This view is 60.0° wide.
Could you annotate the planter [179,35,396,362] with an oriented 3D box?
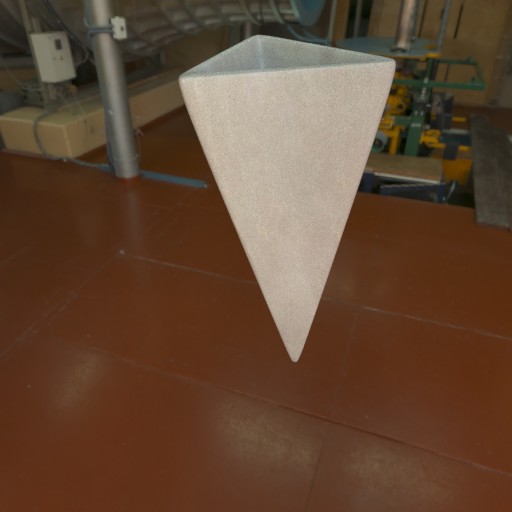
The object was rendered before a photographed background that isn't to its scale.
[{"bbox_3d":[0.000,0.000,0.266,0.081,0.224,0.101,-22,39,-29],"label":"planter"}]
